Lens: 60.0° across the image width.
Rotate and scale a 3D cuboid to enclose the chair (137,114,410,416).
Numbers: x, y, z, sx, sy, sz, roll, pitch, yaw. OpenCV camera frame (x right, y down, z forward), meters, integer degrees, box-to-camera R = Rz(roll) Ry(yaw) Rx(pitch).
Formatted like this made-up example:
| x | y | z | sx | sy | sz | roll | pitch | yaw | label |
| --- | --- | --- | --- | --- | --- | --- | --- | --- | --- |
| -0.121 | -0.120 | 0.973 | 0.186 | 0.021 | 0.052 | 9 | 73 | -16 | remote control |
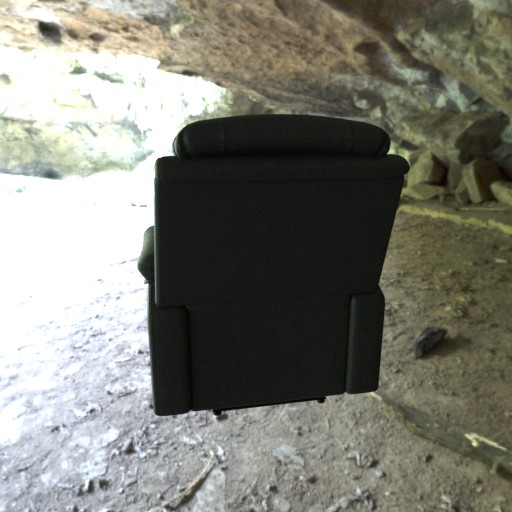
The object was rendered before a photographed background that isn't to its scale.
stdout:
| x | y | z | sx | sy | sz | roll | pitch | yaw | label |
| --- | --- | --- | --- | --- | --- | --- | --- | --- | --- |
| 0.000 | 0.000 | 1.674 | 0.855 | 0.992 | 0.919 | -3 | 16 | -11 | chair |
